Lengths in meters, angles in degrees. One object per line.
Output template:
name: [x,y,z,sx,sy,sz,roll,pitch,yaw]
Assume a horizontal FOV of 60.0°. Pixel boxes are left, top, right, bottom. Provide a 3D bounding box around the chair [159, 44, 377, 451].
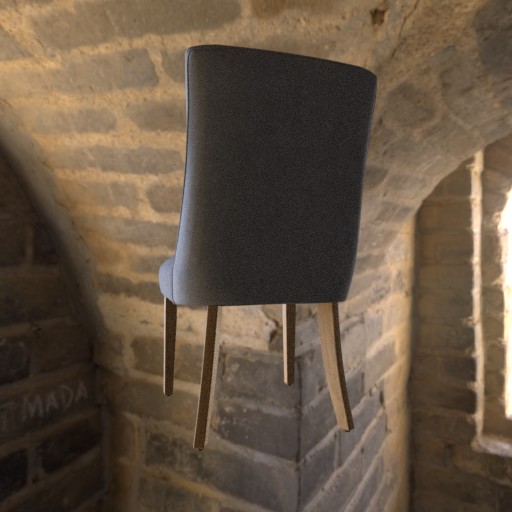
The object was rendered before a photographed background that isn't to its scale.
chair: [0.000,0.000,1.251,0.495,0.902,0.610,0,-1,-18]
